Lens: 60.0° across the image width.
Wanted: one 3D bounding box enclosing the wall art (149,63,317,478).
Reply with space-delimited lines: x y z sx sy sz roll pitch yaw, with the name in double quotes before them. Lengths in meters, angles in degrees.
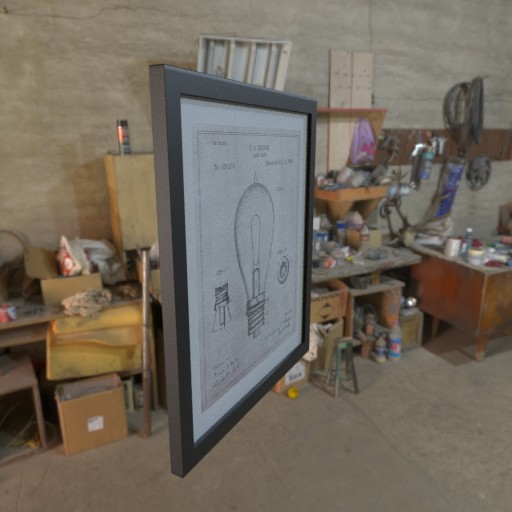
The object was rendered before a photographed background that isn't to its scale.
"wall art" 0.000 0.000 0.710 0.021 0.509 0.430 8 16 28
